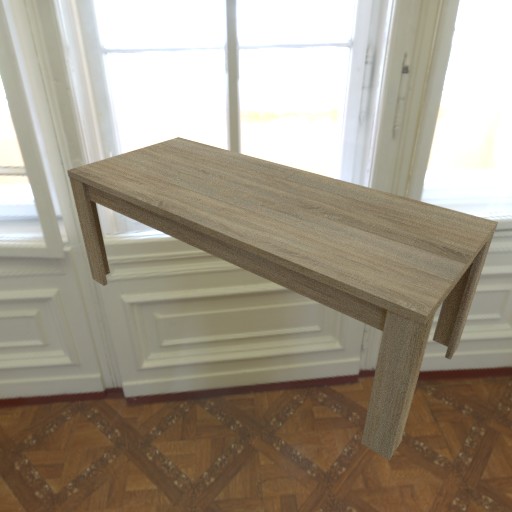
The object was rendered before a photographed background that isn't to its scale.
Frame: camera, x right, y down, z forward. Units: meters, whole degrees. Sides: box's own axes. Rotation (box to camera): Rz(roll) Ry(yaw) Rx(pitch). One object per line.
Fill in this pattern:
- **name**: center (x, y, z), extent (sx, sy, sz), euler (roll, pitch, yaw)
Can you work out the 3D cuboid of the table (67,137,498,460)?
- **table**: center (0.000, 0.000, 2.580), extent (2.200, 0.790, 0.900), euler (23, 38, 33)
